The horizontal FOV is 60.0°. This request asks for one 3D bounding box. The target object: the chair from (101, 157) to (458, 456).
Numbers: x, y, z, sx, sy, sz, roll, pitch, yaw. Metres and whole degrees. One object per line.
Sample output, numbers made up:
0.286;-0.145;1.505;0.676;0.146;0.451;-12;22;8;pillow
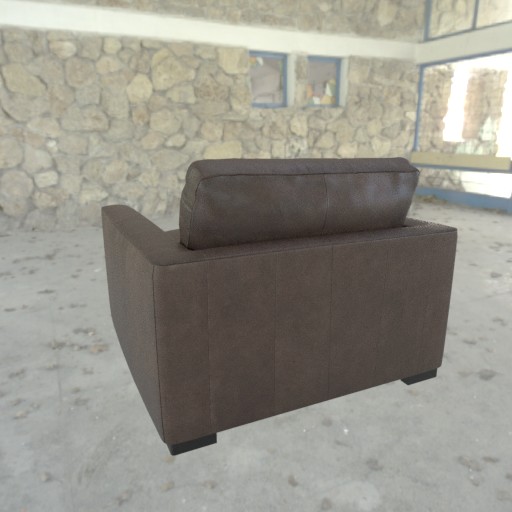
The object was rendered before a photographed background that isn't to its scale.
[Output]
0.000;0.000;1.793;1.100;0.812;1.069;-7;16;-24;chair
